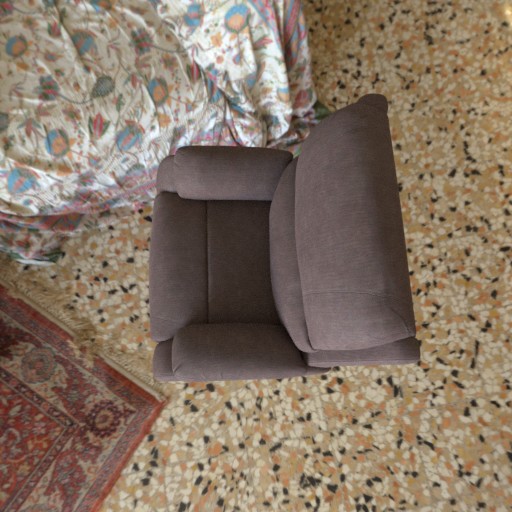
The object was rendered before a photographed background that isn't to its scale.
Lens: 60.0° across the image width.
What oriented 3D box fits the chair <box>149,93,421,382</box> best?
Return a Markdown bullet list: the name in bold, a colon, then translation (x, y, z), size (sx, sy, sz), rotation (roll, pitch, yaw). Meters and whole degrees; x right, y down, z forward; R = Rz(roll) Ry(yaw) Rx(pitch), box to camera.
- **chair**: translation (0.000, 0.000, 1.728), size (0.899, 1.011, 0.930), rotation (-2, 75, -1)
